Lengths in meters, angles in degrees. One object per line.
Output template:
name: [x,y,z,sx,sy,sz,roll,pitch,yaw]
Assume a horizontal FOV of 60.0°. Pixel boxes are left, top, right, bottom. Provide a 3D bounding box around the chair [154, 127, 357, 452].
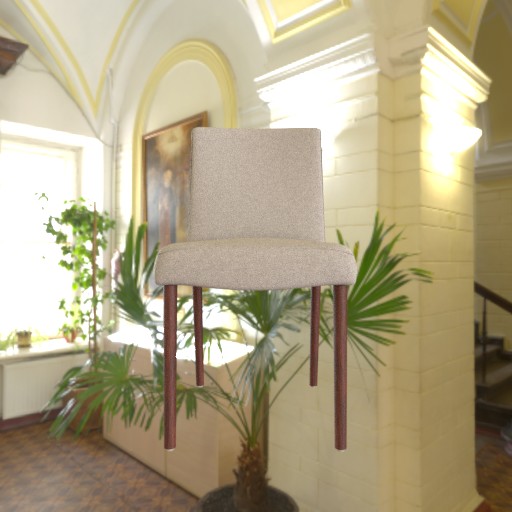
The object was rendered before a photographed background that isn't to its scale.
chair: [0.000,0.000,1.215,0.456,0.859,0.570,0,-1,0]
